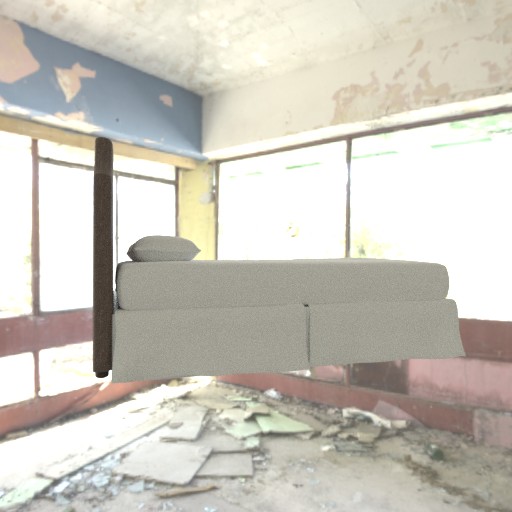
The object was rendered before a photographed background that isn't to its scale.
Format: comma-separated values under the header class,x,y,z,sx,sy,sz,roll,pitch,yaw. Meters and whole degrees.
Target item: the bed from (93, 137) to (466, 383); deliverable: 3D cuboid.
class,x,y,z,sx,sy,sz,roll,pitch,yaw
bed,0.000,0.000,4.142,2.773,1.590,2.350,0,0,-18
